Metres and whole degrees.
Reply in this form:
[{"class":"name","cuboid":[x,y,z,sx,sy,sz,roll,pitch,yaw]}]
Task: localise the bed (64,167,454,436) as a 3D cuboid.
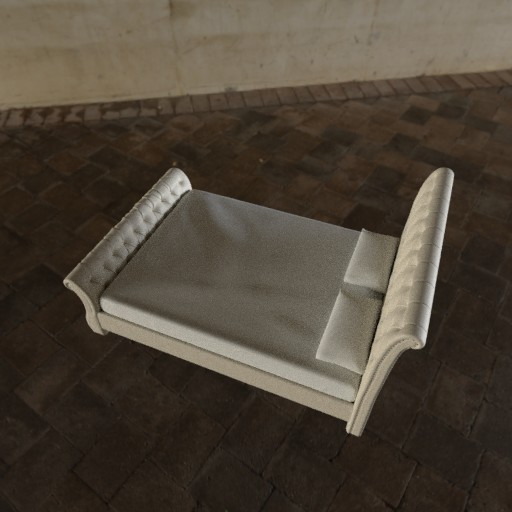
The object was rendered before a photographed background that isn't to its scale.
[{"class":"bed","cuboid":[0.000,0.000,3.491,2.493,1.268,1.606,16,48,16]}]
